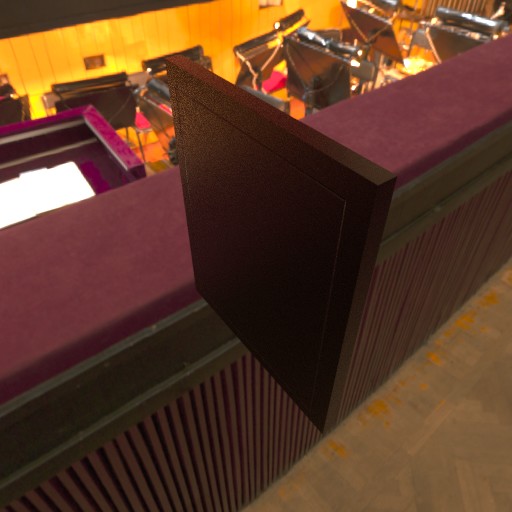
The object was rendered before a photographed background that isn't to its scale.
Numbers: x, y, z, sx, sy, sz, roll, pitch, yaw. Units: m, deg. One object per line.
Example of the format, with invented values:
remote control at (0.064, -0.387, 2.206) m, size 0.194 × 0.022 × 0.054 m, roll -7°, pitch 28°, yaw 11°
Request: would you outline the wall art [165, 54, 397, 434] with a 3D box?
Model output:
wall art at (0.000, 0.000, 0.788) m, size 0.031 × 0.558 × 0.461 m, roll -27°, pitch 49°, yaw -26°
